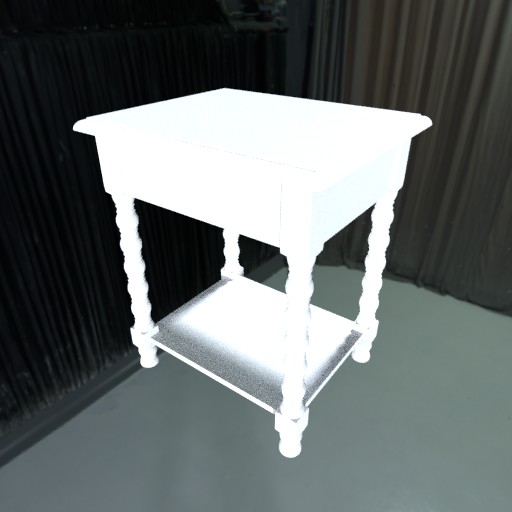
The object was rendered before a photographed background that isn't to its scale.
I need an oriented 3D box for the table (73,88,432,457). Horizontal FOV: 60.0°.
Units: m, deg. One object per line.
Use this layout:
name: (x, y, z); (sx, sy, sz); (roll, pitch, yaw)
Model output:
table: (0.000, 0.000, 0.860); (0.460, 0.531, 0.381); (20, 36, 31)
